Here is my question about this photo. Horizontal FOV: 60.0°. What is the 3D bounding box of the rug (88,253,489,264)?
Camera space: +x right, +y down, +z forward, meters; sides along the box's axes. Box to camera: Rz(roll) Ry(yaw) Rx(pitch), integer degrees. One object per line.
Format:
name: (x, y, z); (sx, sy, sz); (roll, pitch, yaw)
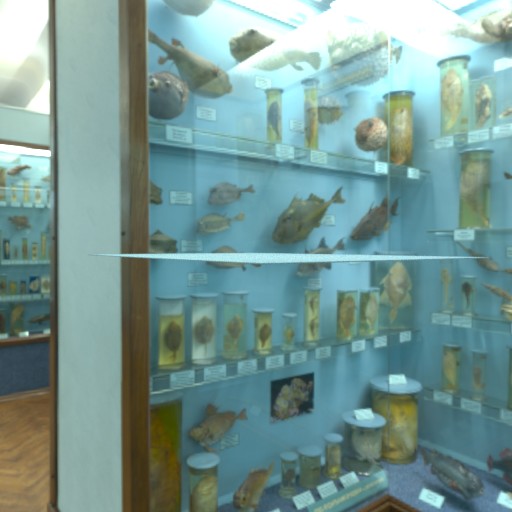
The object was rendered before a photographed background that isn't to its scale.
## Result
rug: (0.000, 0.000, 3.740); (1.982, 0.006, 2.895); (-1, 1, -35)
